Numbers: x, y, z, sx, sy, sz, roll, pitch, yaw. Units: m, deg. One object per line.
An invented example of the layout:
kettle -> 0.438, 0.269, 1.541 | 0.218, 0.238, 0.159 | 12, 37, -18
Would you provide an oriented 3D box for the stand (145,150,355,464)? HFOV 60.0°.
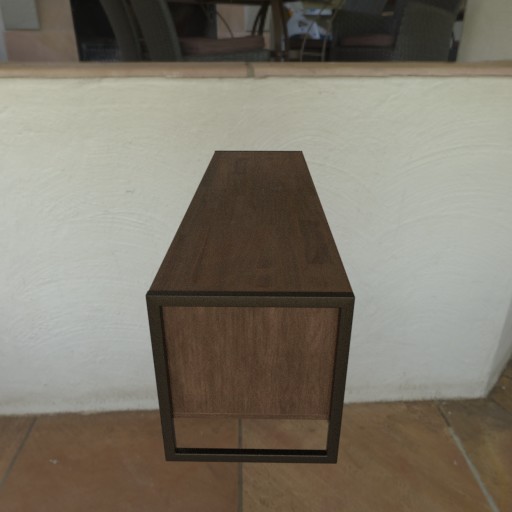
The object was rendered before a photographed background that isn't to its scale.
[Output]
stand -> 0.000, 0.000, 1.727 | 0.454, 0.506, 1.480 | 0, 25, 1
